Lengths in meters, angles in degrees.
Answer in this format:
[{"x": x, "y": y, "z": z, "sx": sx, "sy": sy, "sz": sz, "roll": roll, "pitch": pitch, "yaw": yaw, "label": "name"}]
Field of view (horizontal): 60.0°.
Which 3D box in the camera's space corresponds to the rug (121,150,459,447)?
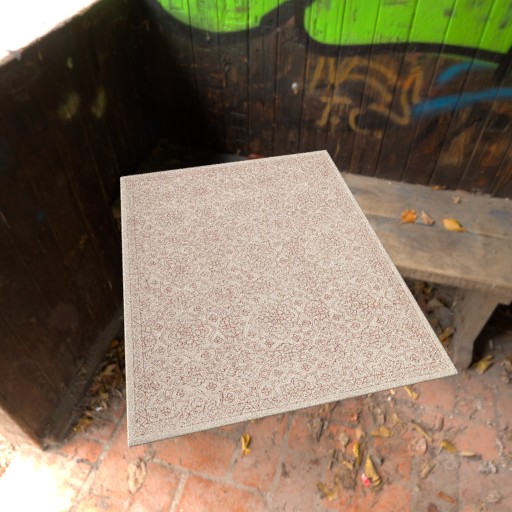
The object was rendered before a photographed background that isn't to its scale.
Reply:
[{"x": 0.000, "y": 0.000, "z": 4.162, "sx": 2.441, "sy": 0.015, "sz": 3.050, "roll": -9, "pitch": 47, "yaw": -9, "label": "rug"}]
